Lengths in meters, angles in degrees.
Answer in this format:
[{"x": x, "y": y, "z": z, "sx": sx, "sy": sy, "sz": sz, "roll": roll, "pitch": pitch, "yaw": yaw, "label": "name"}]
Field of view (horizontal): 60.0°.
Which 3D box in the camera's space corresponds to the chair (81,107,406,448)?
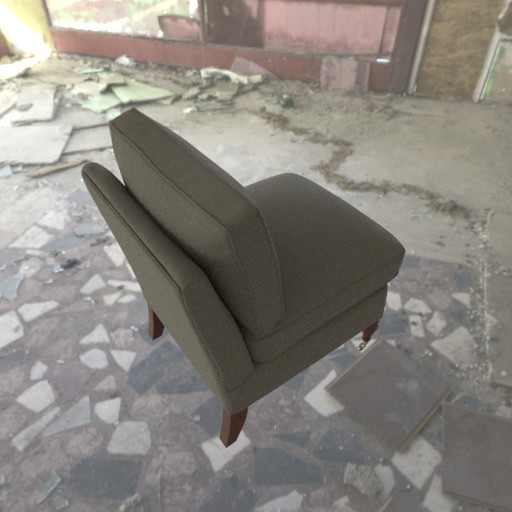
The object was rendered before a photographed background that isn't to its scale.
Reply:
[{"x": 0.000, "y": 0.000, "z": 1.669, "sx": 0.924, "sy": 1.045, "sz": 0.724, "roll": -25, "pitch": 47, "yaw": -26, "label": "chair"}]
